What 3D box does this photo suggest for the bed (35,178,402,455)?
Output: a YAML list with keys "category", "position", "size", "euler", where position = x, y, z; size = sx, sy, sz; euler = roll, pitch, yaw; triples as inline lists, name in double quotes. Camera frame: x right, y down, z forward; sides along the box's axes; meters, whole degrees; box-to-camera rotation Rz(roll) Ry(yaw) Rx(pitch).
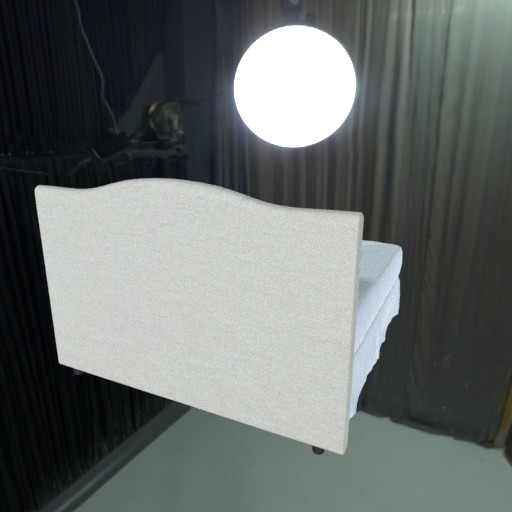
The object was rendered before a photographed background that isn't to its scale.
- category: "bed"
  position: [0.000, 0.000, 3.469]
  size: [2.083, 1.421, 2.182]
  euler: [8, 18, 25]
